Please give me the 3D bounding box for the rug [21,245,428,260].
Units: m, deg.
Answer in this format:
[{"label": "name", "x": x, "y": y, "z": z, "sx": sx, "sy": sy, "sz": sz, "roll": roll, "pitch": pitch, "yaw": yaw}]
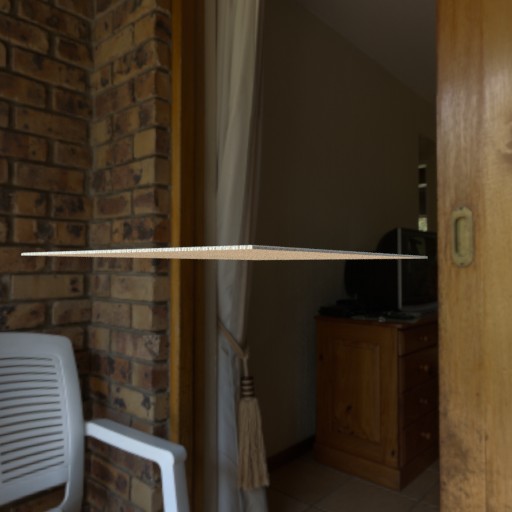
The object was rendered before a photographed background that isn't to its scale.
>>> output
[{"label": "rug", "x": 0.000, "y": 0.000, "z": 2.770, "sx": 1.509, "sy": 0.013, "sz": 2.144, "roll": -1, "pitch": -2, "yaw": 36}]
